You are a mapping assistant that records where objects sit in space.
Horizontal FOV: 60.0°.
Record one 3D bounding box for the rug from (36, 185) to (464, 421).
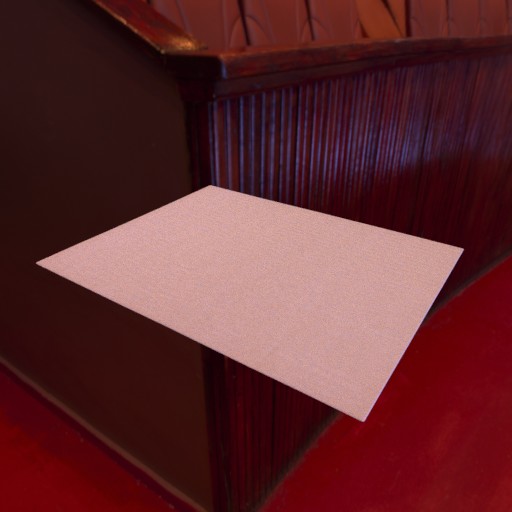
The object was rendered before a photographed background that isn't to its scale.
[{"bbox_3d":[0.000,0.000,4.020,3.055,0.021,2.410,18,34,30],"label":"rug"}]
